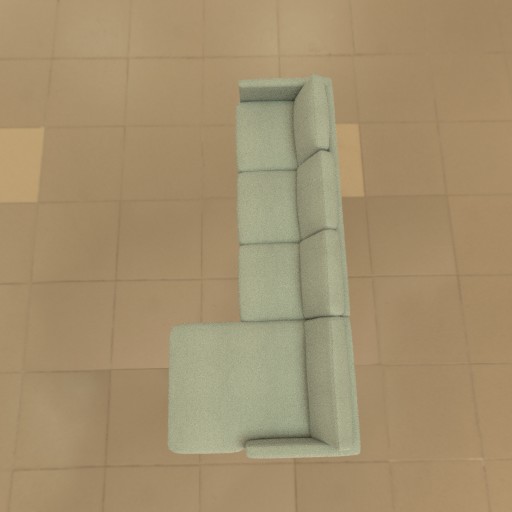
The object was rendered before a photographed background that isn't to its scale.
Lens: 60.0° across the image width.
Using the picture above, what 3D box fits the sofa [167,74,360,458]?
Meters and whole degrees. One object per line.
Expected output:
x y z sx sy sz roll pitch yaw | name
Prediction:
0.000 0.000 4.169 1.604 0.950 3.471 -2 76 0 | sofa
